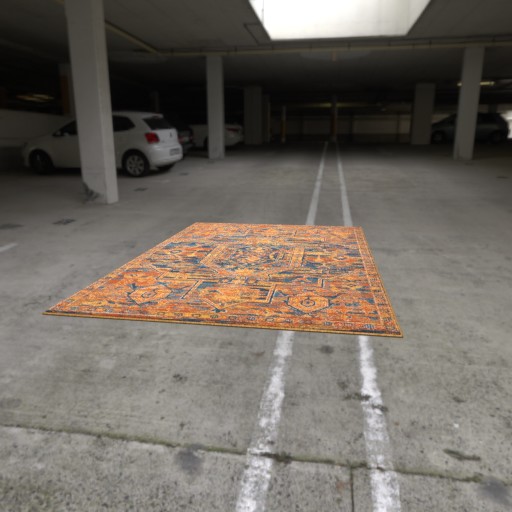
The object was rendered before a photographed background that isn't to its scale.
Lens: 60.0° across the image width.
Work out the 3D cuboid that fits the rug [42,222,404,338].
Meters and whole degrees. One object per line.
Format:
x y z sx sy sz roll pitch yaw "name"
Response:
0.000 0.000 2.210 1.148 0.013 1.758 2 14 9 "rug"
